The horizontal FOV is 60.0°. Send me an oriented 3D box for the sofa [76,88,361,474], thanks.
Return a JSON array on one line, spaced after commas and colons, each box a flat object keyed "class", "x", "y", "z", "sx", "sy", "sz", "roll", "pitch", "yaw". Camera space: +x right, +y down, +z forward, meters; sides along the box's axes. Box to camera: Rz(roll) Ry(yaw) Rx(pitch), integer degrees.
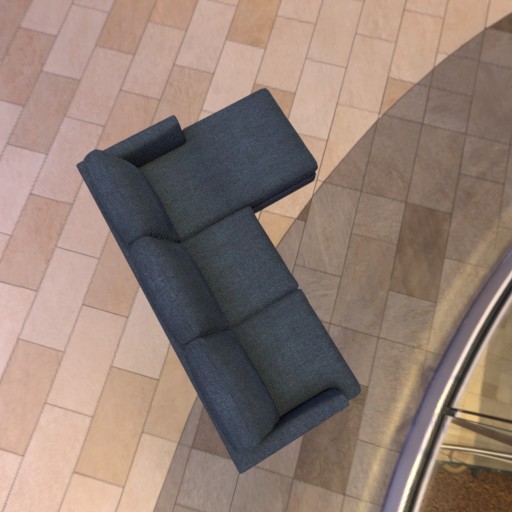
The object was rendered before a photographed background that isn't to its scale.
[{"class": "sofa", "x": 0.000, "y": 0.000, "z": 3.034, "sx": 1.504, "sy": 0.956, "sz": 2.233, "roll": -30, "pitch": 78, "yaw": -7}]
